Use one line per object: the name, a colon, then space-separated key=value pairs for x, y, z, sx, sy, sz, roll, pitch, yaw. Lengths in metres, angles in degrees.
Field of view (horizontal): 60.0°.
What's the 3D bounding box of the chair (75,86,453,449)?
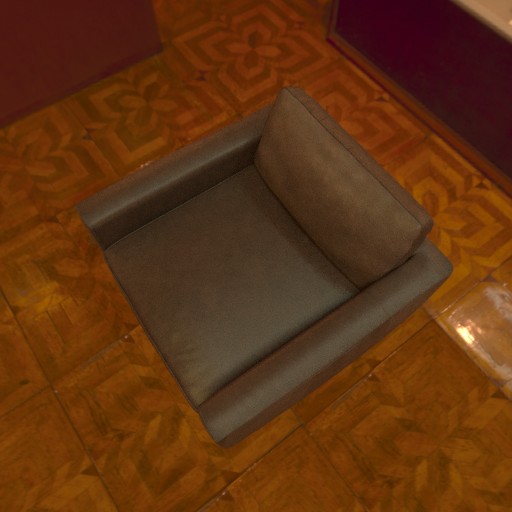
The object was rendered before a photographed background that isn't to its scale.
chair: x=0.000 y=0.000 z=1.822 sx=1.069 sy=0.812 sz=1.100 roll=-32 pitch=68 yaw=-14
